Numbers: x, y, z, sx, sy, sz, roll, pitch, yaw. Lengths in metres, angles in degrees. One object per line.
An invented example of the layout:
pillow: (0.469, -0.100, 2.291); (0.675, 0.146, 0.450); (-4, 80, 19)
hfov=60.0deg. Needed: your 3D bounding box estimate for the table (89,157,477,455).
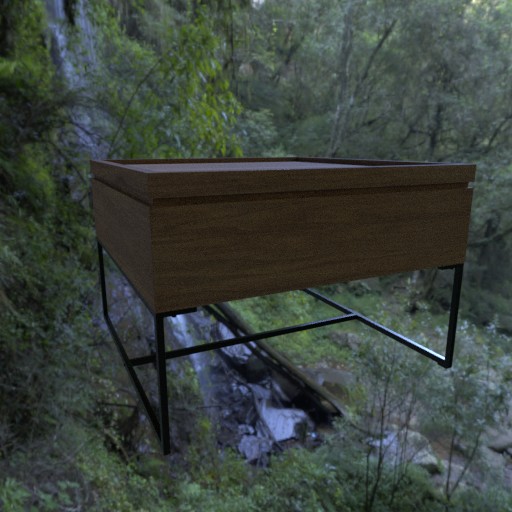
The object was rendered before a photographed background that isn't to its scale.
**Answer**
table: (0.000, 0.000, 1.113); (0.679, 0.464, 0.676); (-7, 16, -26)
